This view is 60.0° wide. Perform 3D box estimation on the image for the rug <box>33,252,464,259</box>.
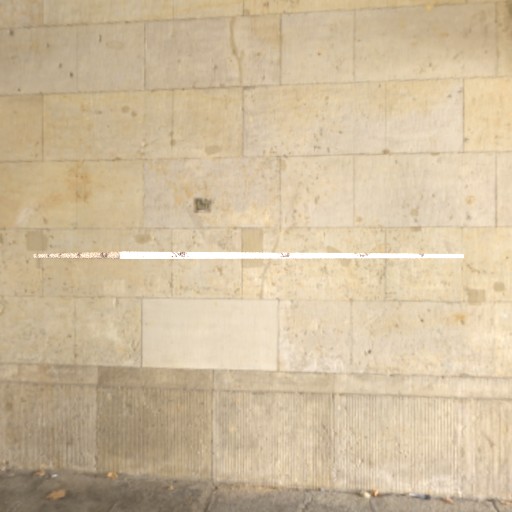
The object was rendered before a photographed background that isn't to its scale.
[{"bbox_3d":[0.000,0.000,3.345,2.743,0.030,1.778,0,0,-37],"label":"rug"}]
